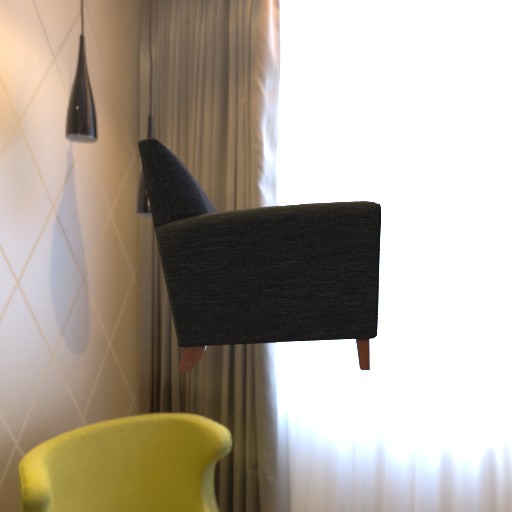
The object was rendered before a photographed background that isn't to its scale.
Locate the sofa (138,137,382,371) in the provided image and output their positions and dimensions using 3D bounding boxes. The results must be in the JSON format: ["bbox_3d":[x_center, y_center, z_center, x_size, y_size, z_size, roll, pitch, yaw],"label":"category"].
[{"bbox_3d":[0.000,0.000,2.532,0.875,0.846,1.976,0,0,-1],"label":"sofa"}]
